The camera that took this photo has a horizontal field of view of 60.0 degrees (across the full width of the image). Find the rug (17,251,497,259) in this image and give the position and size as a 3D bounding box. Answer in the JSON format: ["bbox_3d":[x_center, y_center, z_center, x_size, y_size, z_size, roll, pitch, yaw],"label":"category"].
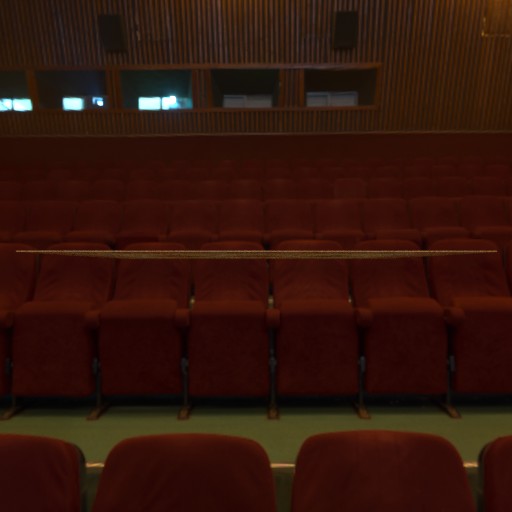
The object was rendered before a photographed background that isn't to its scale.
[{"bbox_3d":[0.000,0.000,4.034,3.067,0.005,2.460,0,-1,0],"label":"rug"}]
